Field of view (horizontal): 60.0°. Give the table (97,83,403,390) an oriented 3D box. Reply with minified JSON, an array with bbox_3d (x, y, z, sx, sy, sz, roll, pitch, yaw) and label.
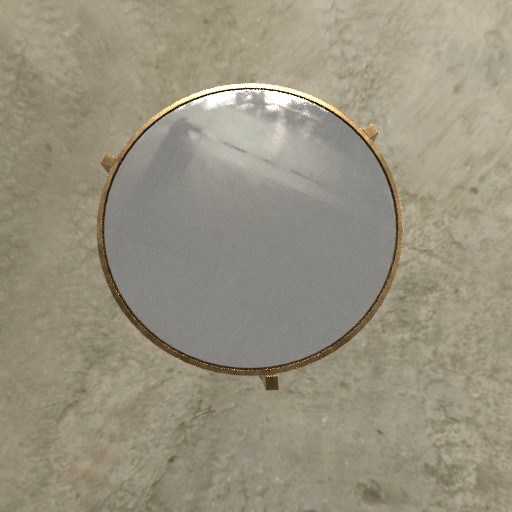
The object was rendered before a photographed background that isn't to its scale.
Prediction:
[{"bbox_3d":[0.000,0.000,0.467,0.243,0.269,0.231,-36,79,-8],"label":"table"}]
